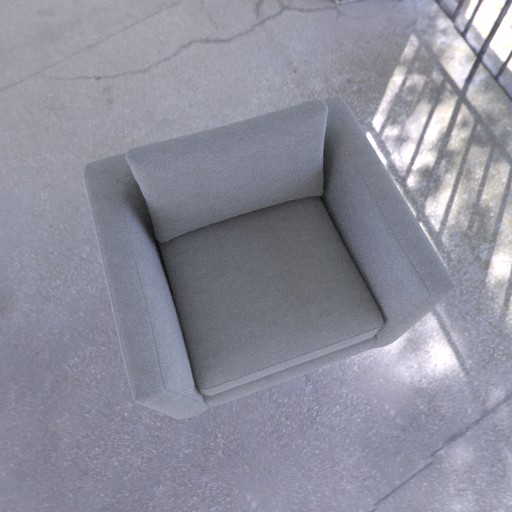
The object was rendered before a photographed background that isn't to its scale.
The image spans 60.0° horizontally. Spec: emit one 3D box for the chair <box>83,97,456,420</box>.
[{"bbox_3d":[0.000,0.000,1.710,1.041,0.864,0.889,-18,65,-9],"label":"chair"}]
